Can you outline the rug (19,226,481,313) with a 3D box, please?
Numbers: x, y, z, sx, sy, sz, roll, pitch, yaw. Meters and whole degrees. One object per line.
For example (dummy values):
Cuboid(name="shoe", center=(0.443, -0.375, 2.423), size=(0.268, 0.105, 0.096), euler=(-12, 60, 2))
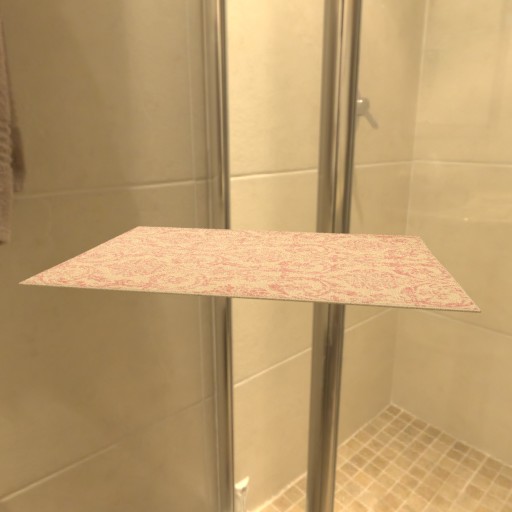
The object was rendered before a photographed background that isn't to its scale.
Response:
Cuboid(name="rug", center=(0.000, 0.000, 3.446), size=(2.746, 0.018, 1.819), euler=(3, 16, 9))
